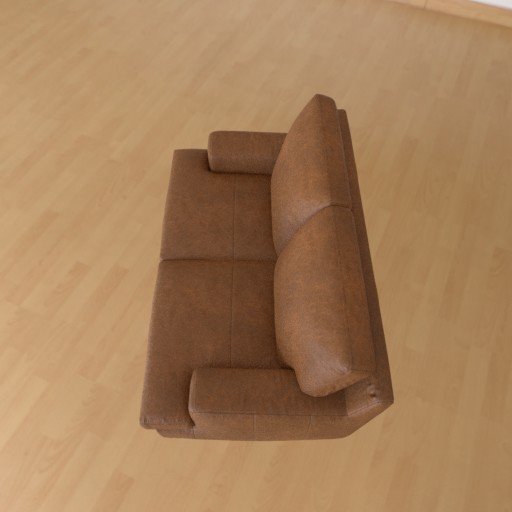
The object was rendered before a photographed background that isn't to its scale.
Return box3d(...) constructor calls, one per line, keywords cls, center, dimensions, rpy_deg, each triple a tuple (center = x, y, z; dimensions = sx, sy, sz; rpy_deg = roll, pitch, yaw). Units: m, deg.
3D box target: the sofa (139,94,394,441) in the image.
box3d(cls="sofa", center=(0.000, 0.000, 2.528), dimensions=(1.144, 0.966, 1.880), rpy_deg=(0, 58, 0))
